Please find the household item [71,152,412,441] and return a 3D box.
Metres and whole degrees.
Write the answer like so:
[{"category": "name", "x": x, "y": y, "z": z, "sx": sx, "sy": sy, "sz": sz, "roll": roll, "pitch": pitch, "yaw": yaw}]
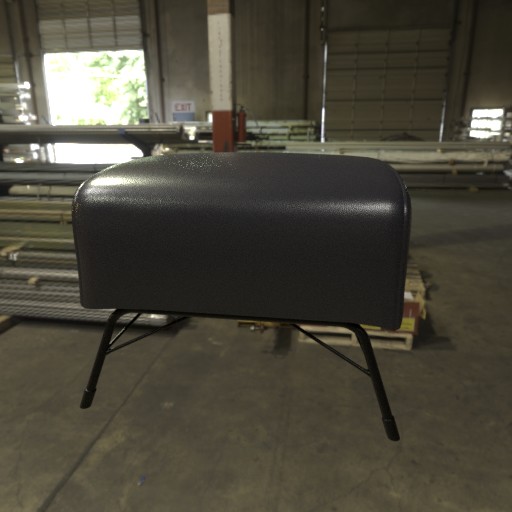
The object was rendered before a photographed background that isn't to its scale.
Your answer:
[{"category": "household item", "x": 0.000, "y": 0.000, "z": 0.906, "sx": 0.530, "sy": 0.410, "sz": 0.530, "roll": 3, "pitch": 17, "yaw": 9}]
